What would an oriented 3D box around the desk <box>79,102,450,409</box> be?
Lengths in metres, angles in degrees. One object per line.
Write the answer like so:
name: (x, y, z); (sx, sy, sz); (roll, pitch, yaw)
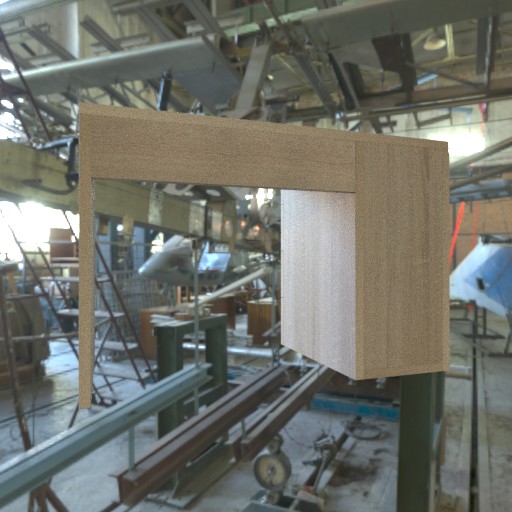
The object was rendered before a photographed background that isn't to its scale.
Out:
desk: (0.000, 0.000, 1.518); (1.100, 0.731, 0.600); (0, 0, -19)
